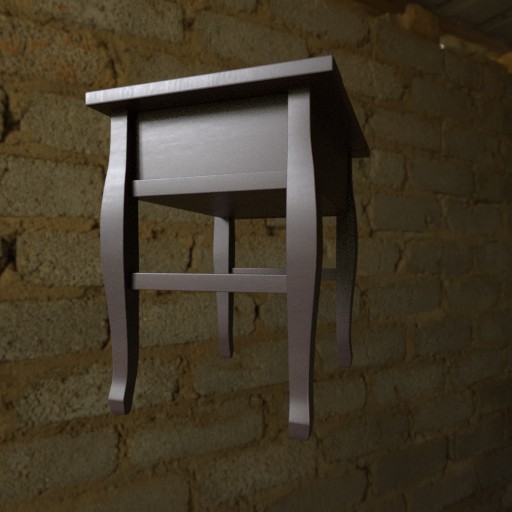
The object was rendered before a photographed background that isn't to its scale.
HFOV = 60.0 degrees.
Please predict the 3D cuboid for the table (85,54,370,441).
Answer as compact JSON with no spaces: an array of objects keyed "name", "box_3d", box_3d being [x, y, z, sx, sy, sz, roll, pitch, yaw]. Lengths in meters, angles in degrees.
[{"name":"table","box_3d":[0.000,0.000,1.026,0.460,0.605,0.602,0,0,19]}]
